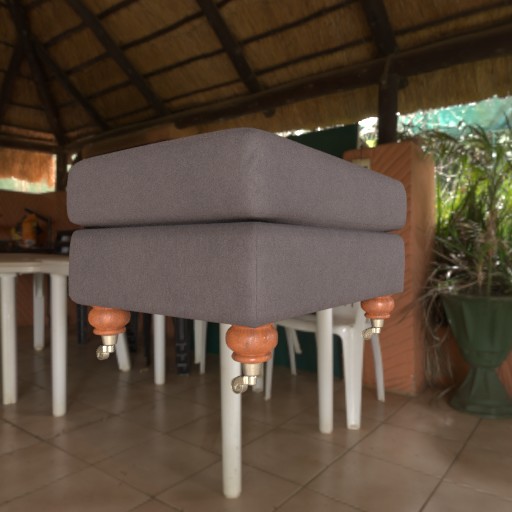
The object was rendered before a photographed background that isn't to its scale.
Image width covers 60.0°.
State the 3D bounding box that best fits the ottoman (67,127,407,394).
[{"bbox_3d":[0.000,0.000,1.164,0.574,0.497,0.773,1,1,36],"label":"ottoman"}]
